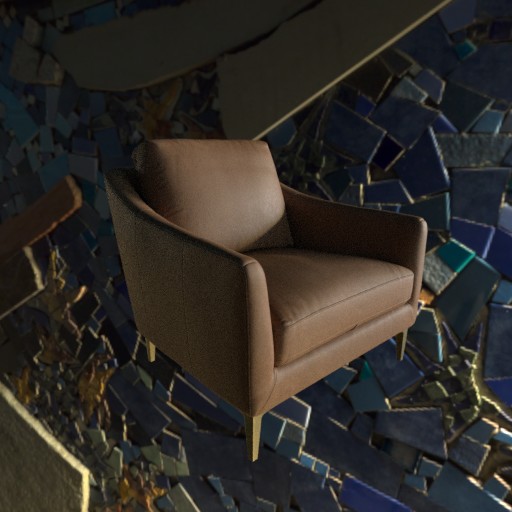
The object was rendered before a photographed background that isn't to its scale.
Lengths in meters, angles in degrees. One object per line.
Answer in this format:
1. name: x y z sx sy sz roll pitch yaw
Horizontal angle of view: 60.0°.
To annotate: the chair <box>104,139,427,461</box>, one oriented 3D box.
1. chair: 0.000 0.000 1.739 0.988 0.895 0.963 -13 19 -43
